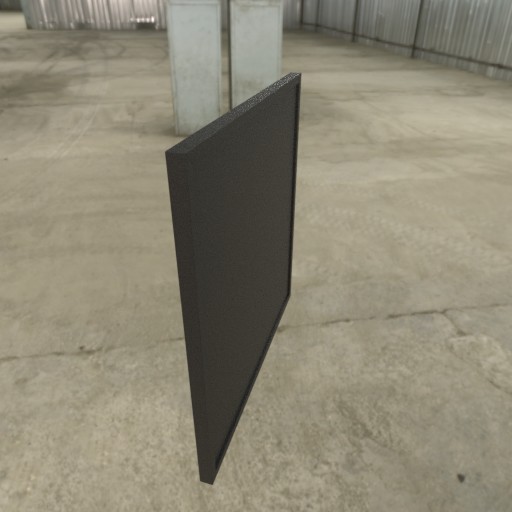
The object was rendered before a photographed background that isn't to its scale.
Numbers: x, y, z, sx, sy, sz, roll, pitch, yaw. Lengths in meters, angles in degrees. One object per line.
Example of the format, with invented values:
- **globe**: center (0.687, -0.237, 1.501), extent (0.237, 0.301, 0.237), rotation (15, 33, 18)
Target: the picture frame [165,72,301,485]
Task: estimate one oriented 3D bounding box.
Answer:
- **picture frame**: center (0.000, 0.000, 1.139), extent (0.032, 0.775, 0.775), rotation (9, 32, 15)
